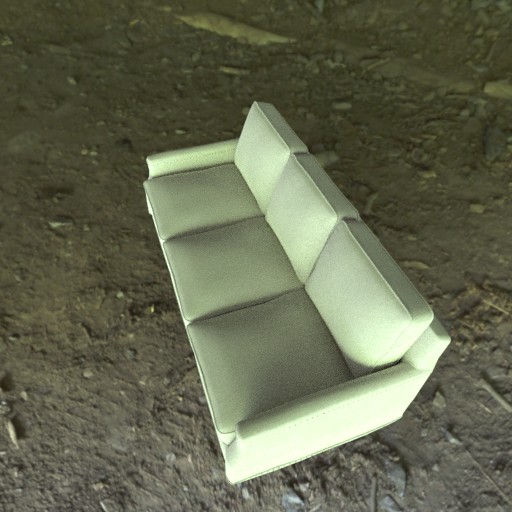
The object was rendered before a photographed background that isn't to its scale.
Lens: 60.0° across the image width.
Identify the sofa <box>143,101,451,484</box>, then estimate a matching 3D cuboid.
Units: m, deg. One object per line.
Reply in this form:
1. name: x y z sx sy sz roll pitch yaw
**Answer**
1. sofa: 0.000 0.000 2.774 1.084 1.003 2.246 -15 48 -13
